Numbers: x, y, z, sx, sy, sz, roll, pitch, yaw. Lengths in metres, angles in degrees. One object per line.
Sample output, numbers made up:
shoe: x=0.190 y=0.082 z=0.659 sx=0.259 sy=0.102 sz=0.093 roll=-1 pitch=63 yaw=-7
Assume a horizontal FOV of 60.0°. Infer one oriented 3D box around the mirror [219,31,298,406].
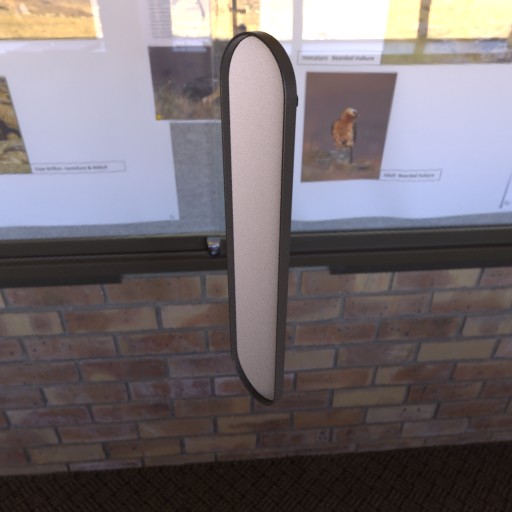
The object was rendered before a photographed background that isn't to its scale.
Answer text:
mirror: x=0.000 y=0.000 z=1.091 sx=0.032 sy=0.991 sz=0.222 roll=-21 pitch=38 yaw=-30
